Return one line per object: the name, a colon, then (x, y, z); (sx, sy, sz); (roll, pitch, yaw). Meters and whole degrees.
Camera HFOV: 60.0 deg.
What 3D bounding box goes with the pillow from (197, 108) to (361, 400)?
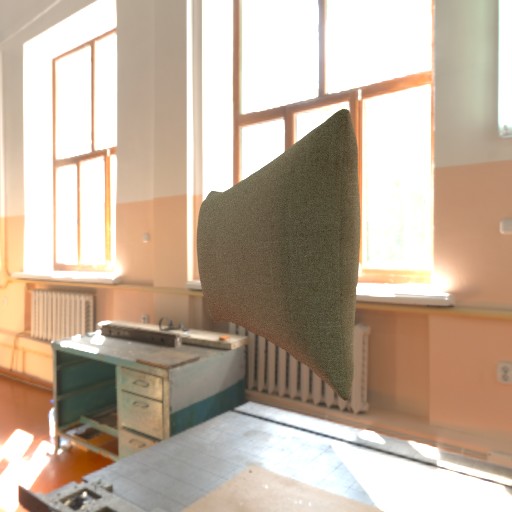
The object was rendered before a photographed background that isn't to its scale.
pillow: (0.000, 0.000, 1.043); (0.197, 0.429, 0.859); (0, 0, -18)
